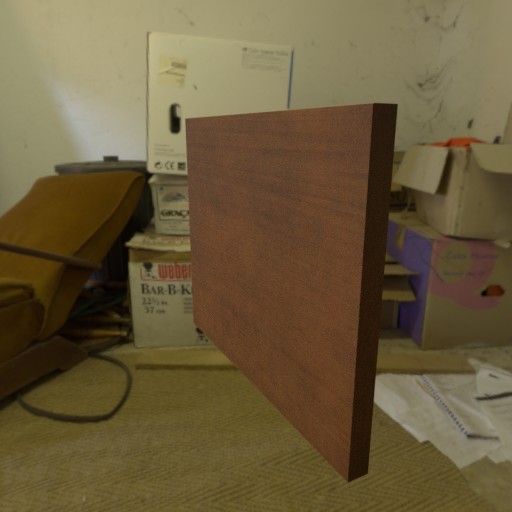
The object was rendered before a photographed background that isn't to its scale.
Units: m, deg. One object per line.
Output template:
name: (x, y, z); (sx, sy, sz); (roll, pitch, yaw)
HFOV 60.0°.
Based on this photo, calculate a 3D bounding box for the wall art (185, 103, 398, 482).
wall art: (0.000, 0.000, 0.747); (0.033, 0.457, 0.558); (-8, 17, -27)
